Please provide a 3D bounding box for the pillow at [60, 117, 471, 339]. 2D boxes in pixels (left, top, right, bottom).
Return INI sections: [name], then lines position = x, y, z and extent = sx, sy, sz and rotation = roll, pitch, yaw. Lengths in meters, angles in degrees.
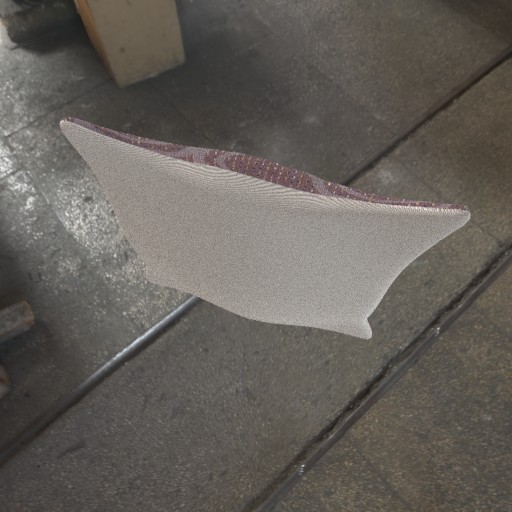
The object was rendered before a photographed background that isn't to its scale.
[pillow]
position = 0.000, 0.000, 0.761
extent = 0.514, 0.513, 0.163
rotation = 14, 65, 7
